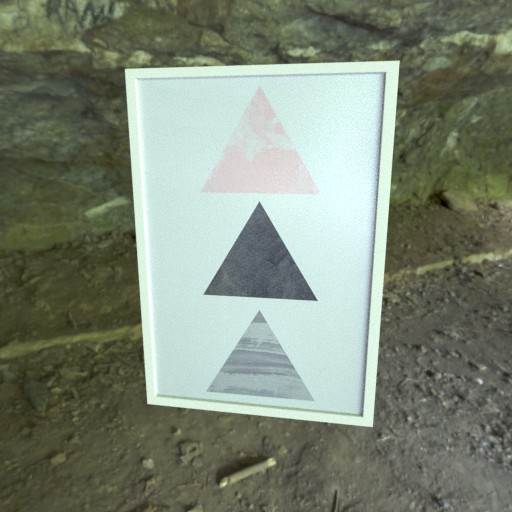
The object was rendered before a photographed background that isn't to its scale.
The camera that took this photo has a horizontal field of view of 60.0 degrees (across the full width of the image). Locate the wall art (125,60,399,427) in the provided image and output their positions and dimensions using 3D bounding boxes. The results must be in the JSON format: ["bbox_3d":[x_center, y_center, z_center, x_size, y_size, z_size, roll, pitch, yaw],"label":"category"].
[{"bbox_3d":[0.000,0.000,0.542,0.303,0.433,0.013,2,14,10],"label":"wall art"}]
